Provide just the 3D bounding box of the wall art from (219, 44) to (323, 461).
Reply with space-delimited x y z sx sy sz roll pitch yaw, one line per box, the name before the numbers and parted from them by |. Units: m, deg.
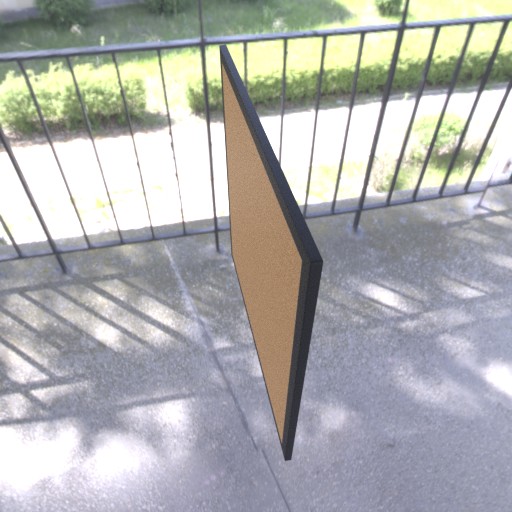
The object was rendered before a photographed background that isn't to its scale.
wall art | 0.000 0.000 0.981 0.016 0.659 0.663 -9 47 -9
